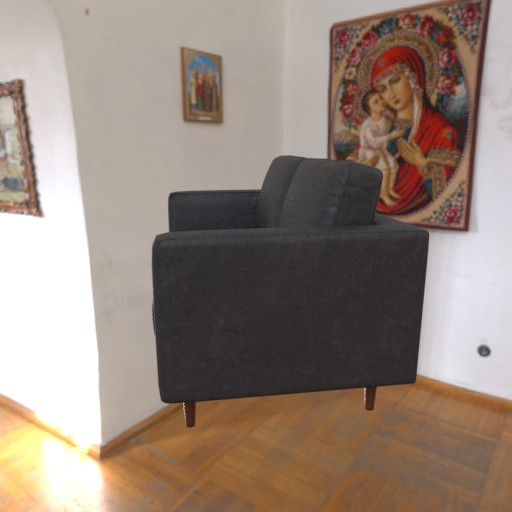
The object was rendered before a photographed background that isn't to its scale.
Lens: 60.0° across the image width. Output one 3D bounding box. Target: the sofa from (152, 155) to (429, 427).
[{"bbox_3d":[0.000,0.000,2.052,0.879,0.899,1.430,-2,14,-9],"label":"sofa"}]
